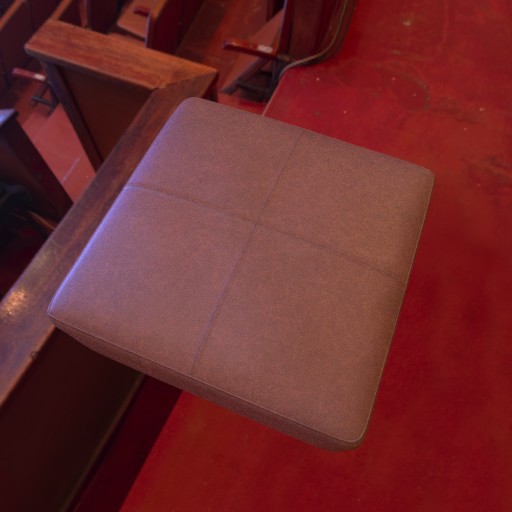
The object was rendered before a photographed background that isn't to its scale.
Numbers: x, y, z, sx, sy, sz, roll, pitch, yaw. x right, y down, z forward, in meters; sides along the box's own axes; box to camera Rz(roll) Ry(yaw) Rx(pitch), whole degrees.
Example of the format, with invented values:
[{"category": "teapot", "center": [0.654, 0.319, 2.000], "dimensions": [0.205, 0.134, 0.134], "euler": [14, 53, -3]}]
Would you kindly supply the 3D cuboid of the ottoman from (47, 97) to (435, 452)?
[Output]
[{"category": "ottoman", "center": [0.000, 0.000, 1.809], "dimensions": [1.168, 0.490, 1.168], "euler": [20, 65, 10]}]
